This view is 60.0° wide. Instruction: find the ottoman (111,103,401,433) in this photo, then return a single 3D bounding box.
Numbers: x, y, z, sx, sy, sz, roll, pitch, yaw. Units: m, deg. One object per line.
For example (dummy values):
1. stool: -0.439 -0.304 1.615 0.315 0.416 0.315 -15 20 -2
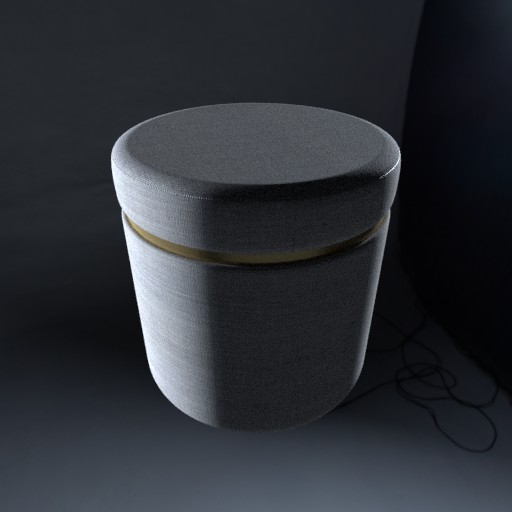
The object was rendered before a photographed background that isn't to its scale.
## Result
1. ottoman: 0.000 0.000 0.731 0.400 0.406 0.400 0 33 0
